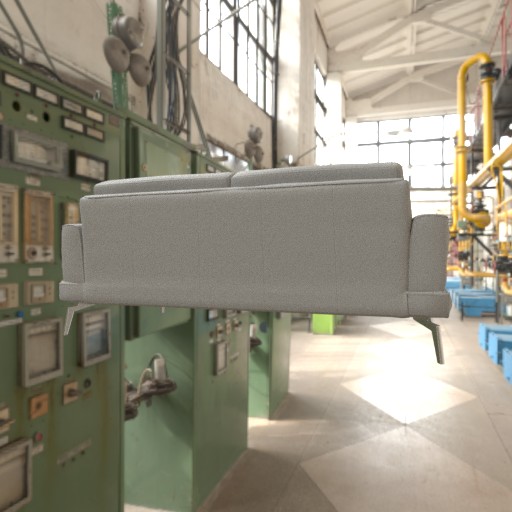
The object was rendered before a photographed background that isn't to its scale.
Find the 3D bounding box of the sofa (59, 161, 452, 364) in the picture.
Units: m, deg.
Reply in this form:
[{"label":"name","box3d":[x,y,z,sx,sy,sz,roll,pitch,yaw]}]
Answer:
[{"label":"sofa","box3d":[0.000,0.000,2.756,2.177,0.930,1.121,0,0,20]}]
